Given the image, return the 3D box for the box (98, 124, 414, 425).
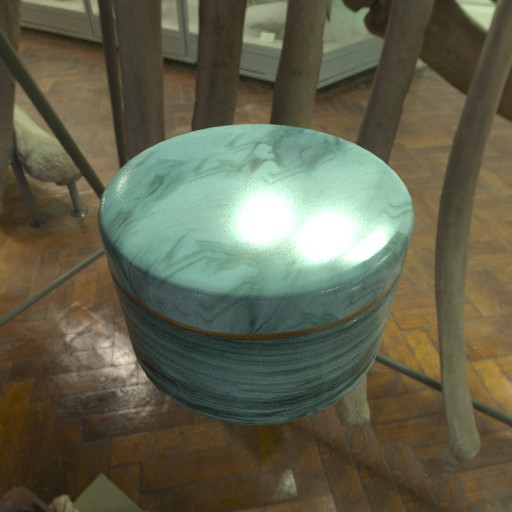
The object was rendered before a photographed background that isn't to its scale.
[{"bbox_3d":[0.000,0.000,0.163,0.101,0.063,0.101,0,41,0],"label":"box"}]
